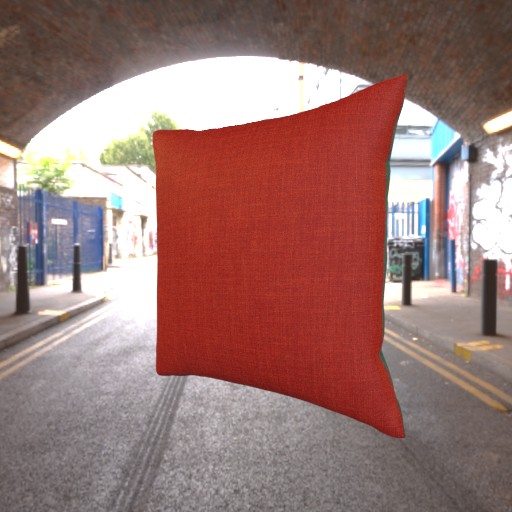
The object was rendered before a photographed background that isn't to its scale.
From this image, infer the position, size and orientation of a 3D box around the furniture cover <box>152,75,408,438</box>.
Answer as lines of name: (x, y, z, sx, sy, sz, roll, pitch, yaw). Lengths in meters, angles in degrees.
furniture cover: (0.000, 0.000, 0.767, 0.517, 0.508, 0.158, 1, 2, 36)
